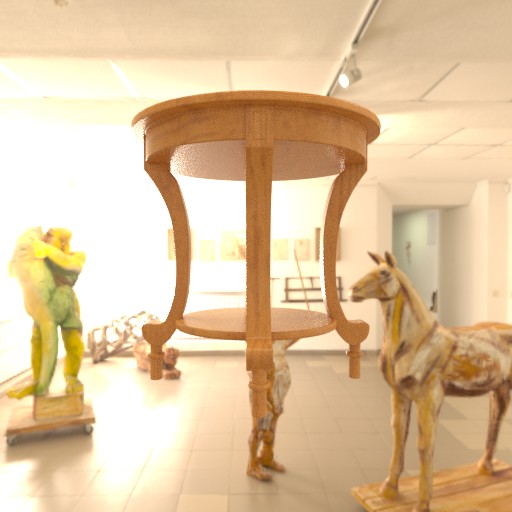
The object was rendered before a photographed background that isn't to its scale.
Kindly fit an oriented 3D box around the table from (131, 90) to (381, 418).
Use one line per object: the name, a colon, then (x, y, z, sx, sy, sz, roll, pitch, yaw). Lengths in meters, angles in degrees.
table: (0.000, 0.000, 1.105, 0.597, 0.612, 0.597, 0, 1, 0)
